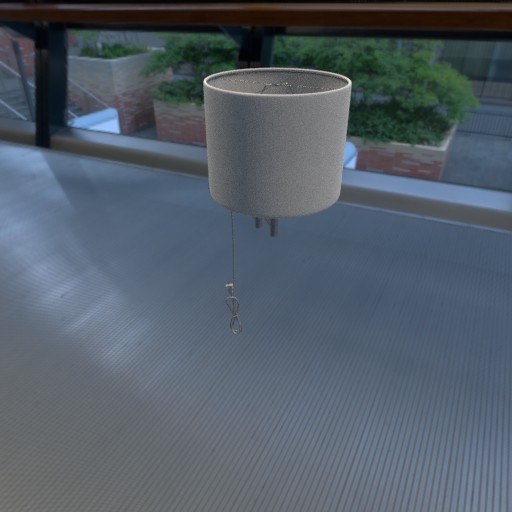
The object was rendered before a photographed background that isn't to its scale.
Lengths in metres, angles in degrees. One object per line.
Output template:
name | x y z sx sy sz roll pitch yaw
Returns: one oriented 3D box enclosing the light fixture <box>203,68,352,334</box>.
light fixture | 0.000 0.000 1.073 0.253 0.842 0.479 -10 33 -16
